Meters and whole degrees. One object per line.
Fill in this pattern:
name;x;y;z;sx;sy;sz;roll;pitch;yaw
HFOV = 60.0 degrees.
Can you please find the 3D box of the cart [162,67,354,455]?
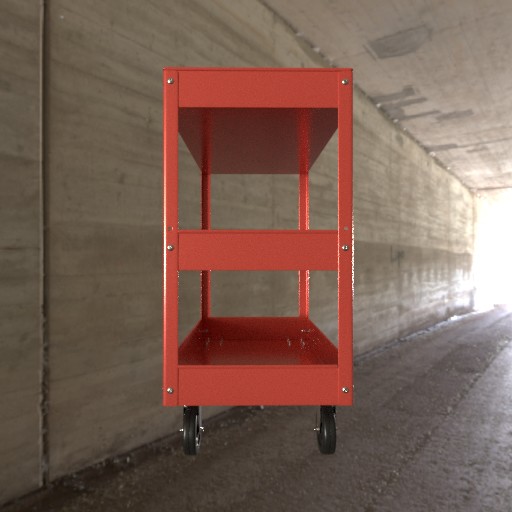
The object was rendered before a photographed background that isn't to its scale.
cart;0.000;0.000;1.168;0.366;0.780;0.719;0;0;-1
